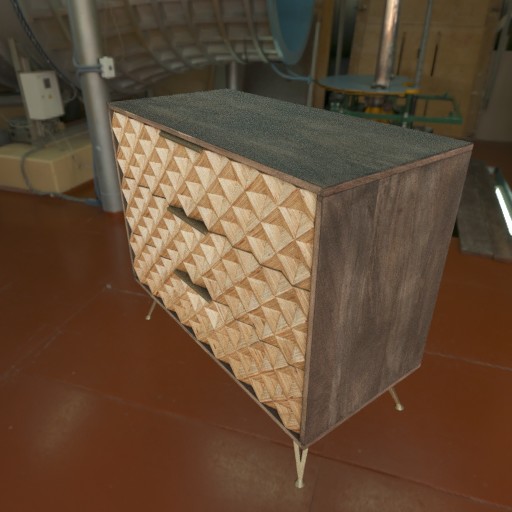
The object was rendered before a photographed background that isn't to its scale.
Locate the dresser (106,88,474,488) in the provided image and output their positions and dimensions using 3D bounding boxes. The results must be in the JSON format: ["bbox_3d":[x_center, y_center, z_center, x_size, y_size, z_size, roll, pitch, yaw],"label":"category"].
[{"bbox_3d":[0.000,0.000,1.331,0.453,0.801,0.923,-20,35,-32],"label":"dresser"}]
